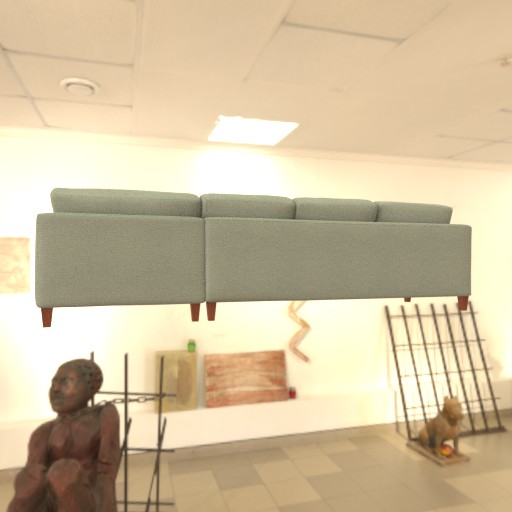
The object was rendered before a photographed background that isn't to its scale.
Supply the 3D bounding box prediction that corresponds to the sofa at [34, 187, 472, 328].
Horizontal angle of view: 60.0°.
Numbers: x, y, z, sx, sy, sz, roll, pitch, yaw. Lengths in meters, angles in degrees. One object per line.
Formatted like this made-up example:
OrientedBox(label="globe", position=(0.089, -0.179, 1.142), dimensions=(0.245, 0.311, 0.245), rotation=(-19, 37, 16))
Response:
OrientedBox(label="sofa", position=(0.000, 0.000, 4.080), dimensions=(3.471, 0.950, 1.604), rotation=(0, 0, -17))
